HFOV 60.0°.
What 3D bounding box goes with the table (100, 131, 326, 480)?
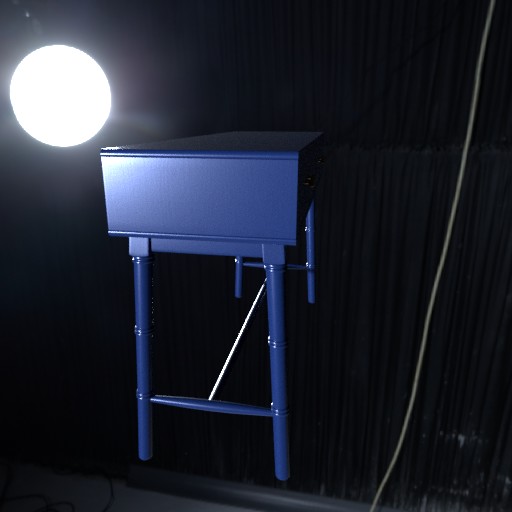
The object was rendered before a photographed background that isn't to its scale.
[{"bbox_3d":[0.000,0.000,1.448,0.399,0.749,1.118,3,18,10],"label":"table"}]
